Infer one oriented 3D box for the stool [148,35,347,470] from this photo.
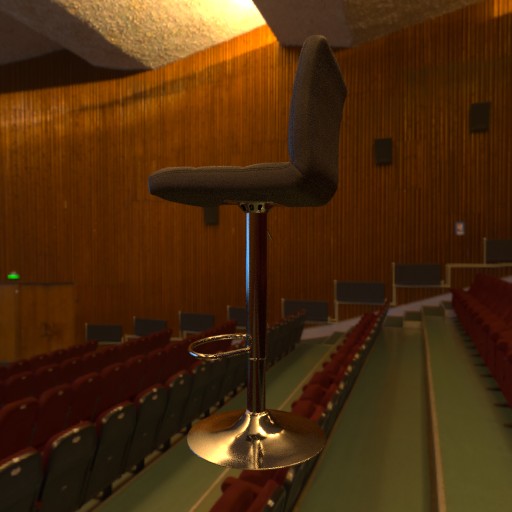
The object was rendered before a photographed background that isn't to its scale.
[{"bbox_3d":[0.000,0.000,1.353,0.505,1.115,0.430,1,2,19],"label":"stool"}]
